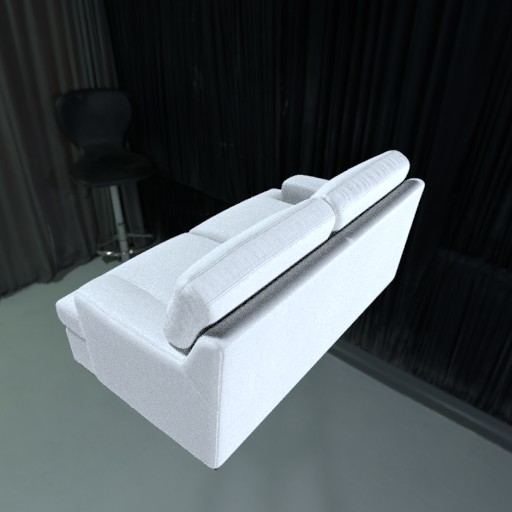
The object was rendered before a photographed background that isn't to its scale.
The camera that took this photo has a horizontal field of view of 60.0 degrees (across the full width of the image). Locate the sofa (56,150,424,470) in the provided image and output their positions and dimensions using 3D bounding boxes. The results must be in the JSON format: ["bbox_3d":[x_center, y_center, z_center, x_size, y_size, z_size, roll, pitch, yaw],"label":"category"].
[{"bbox_3d":[0.000,0.000,2.461,1.143,0.940,1.880,22,38,32],"label":"sofa"}]
